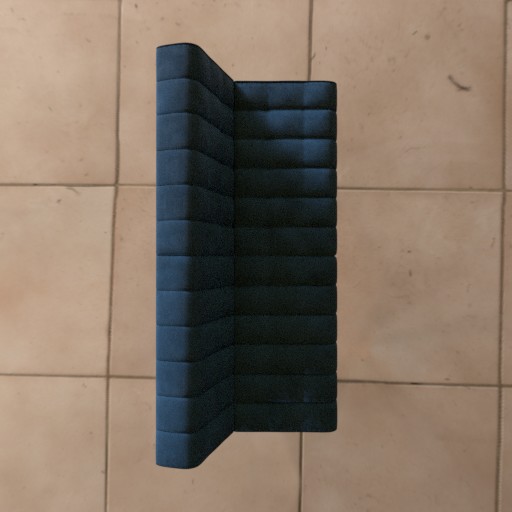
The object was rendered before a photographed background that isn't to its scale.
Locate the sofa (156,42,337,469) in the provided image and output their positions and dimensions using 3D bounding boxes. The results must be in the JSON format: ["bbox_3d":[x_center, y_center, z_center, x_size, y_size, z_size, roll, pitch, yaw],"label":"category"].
[{"bbox_3d":[0.000,0.000,2.268,0.855,0.813,1.804,0,90,1],"label":"sofa"}]
